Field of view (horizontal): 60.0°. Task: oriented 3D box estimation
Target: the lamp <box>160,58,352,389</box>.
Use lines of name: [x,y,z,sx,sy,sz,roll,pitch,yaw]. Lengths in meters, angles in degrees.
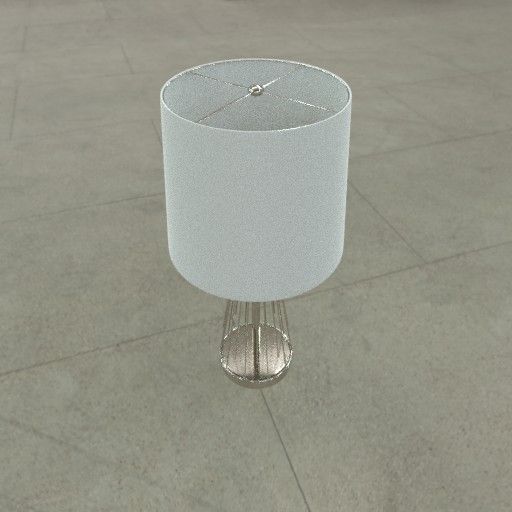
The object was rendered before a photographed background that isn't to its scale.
lamp: [0.000,0.000,0.806,0.303,0.618,0.303,0,41,0]
